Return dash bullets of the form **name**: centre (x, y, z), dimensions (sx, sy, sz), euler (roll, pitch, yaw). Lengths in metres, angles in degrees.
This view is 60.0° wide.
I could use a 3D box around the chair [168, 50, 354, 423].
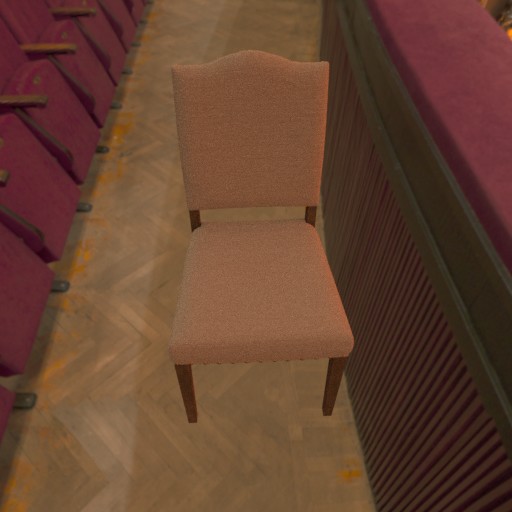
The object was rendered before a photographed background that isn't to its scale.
- **chair**: centre (0.000, 0.000, 1.371), dimensions (0.508, 1.020, 0.620), euler (-2, 47, -2)
